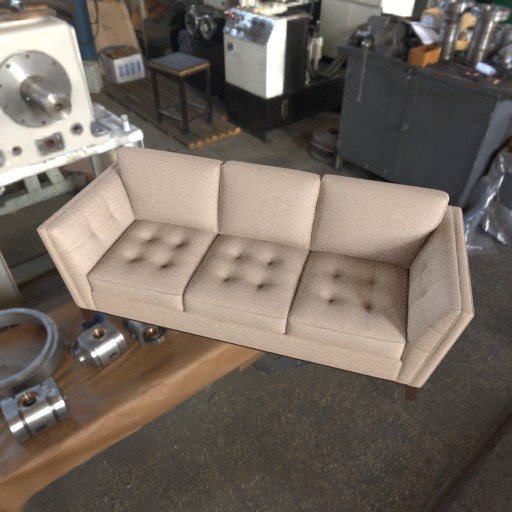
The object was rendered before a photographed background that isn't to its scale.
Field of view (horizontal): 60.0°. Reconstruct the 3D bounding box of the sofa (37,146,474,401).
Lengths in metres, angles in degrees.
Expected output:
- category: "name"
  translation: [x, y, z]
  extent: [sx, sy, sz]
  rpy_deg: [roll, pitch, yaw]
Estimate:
- category: "sofa"
  translation: [0.000, 0.000, 2.849]
  extent: [2.388, 0.940, 0.965]
  rpy_deg: [11, 41, 13]
